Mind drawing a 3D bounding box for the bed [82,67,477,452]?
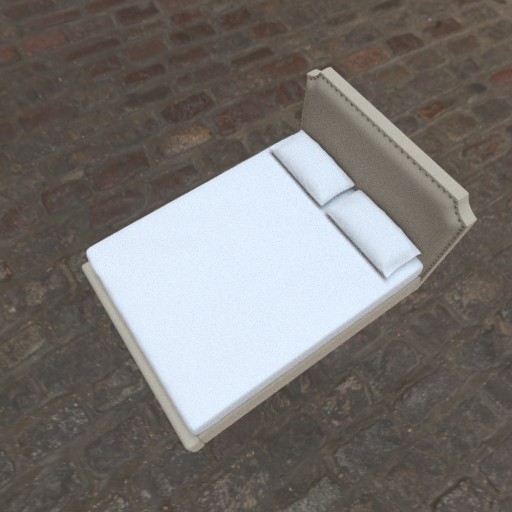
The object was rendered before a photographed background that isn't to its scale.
[{"bbox_3d":[0.000,0.000,3.400,2.329,1.415,1.703,-32,68,-15],"label":"bed"}]
